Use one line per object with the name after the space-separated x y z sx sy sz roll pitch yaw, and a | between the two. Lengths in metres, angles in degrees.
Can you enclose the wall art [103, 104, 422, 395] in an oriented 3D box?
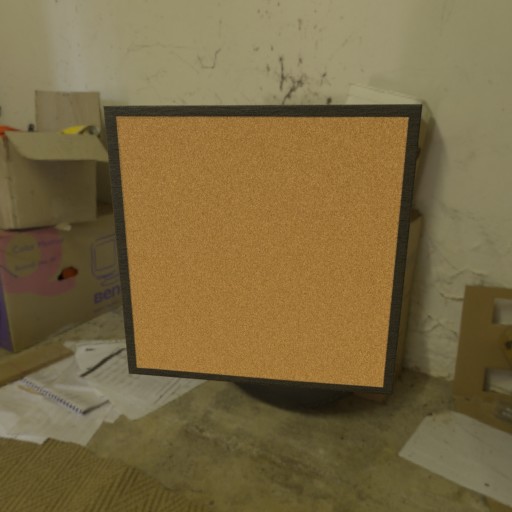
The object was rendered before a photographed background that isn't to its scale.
0.000 0.000 1.072 0.695 0.691 0.029 2 17 8 | wall art
